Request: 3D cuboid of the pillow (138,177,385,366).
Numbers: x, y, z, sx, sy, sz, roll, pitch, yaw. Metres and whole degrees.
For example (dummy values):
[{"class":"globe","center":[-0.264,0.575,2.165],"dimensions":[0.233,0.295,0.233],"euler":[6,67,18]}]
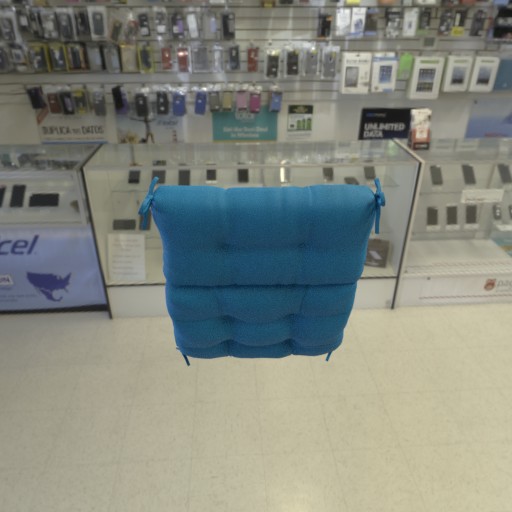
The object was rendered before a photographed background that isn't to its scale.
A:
[{"class":"pillow","center":[0.000,0.000,1.511],"dimensions":[0.526,0.863,1.016],"euler":[-1,29,-1]}]
